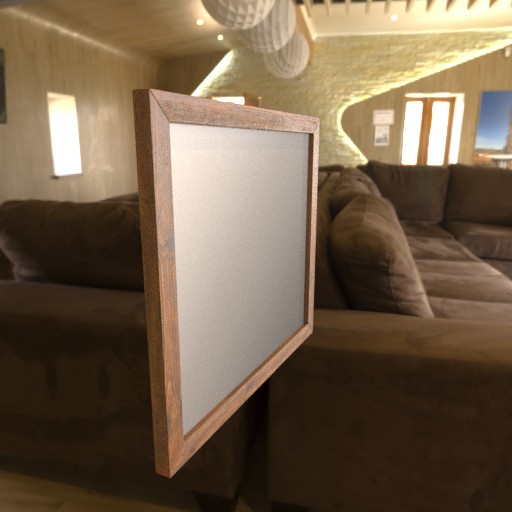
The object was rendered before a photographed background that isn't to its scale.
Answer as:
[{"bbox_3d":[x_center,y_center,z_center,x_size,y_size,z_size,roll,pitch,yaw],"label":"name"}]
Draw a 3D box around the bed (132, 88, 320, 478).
[{"bbox_3d":[0.000,0.000,1.483,0.046,0.942,1.046,7,15,27],"label":"bed"}]
